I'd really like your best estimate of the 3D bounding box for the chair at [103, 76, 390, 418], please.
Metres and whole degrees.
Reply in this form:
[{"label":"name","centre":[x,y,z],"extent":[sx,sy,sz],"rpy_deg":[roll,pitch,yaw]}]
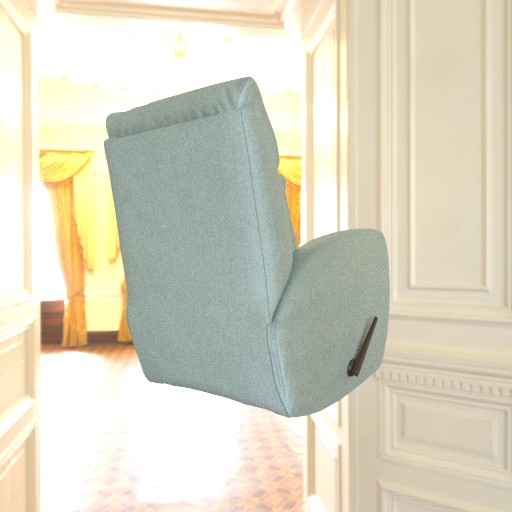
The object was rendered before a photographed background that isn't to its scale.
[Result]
[{"label":"chair","centre":[0.000,0.000,1.684],"extent":[0.812,1.013,0.940],"rpy_deg":[0,1,36]}]
